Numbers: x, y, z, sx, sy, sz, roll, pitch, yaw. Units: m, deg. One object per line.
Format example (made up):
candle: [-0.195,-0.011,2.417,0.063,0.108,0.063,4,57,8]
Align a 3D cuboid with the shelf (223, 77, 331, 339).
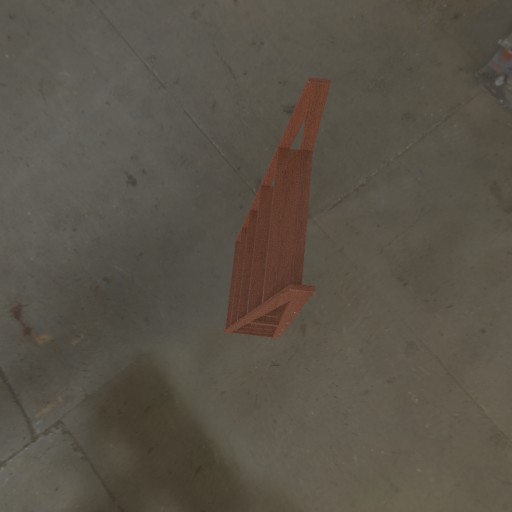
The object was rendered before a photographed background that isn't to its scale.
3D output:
shelf: [0.000,0.000,2.006,0.350,1.770,0.600,6,76,1]
